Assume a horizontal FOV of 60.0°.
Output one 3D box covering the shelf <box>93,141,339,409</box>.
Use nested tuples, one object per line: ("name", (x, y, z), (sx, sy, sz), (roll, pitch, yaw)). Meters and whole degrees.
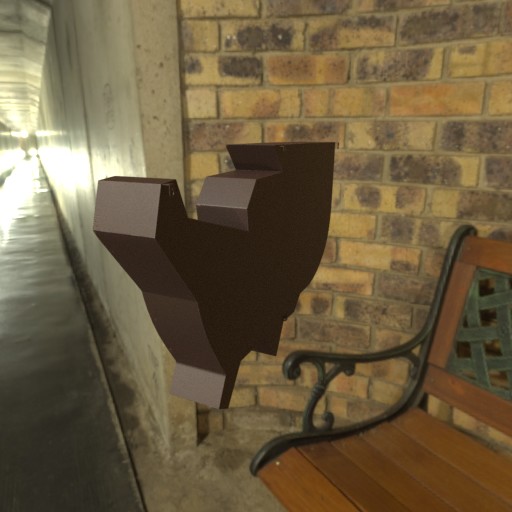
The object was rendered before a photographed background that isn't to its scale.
("shelf", (0.000, 0.000, 0.900), (0.112, 0.439, 0.729), (8, 17, 25))
